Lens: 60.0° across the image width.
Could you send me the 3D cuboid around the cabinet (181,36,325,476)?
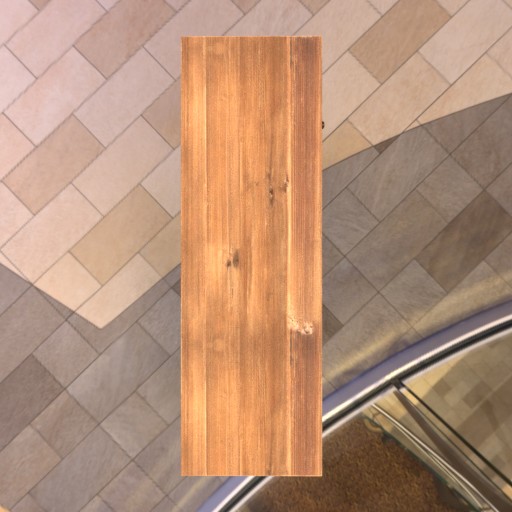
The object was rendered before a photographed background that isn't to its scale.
[{"bbox_3d":[0.000,0.000,1.809,0.472,0.800,1.400,0,90,0],"label":"cabinet"}]
